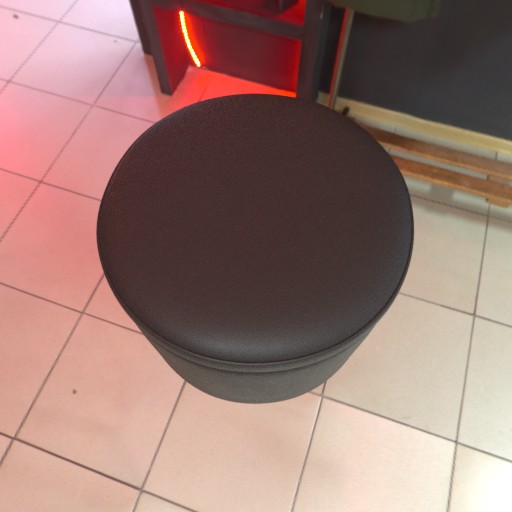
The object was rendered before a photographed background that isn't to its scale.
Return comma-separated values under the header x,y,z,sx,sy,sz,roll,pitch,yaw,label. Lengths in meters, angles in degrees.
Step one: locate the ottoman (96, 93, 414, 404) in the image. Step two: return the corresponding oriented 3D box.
x,y,z,sx,sy,sz,roll,pitch,yaw,label
0.000,0.000,0.846,0.500,0.409,0.500,0,64,0,ottoman
